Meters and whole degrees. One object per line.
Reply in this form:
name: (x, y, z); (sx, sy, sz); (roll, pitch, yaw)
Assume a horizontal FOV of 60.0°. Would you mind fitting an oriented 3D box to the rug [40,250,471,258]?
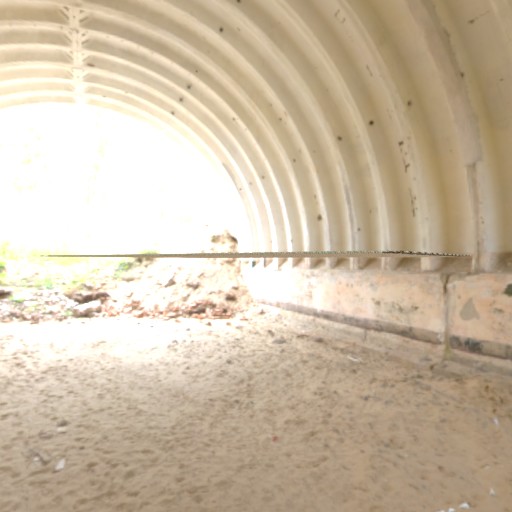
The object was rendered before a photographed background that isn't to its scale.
rug: (0.000, 0.000, 2.238); (1.802, 0.008, 1.247); (0, -1, 34)
